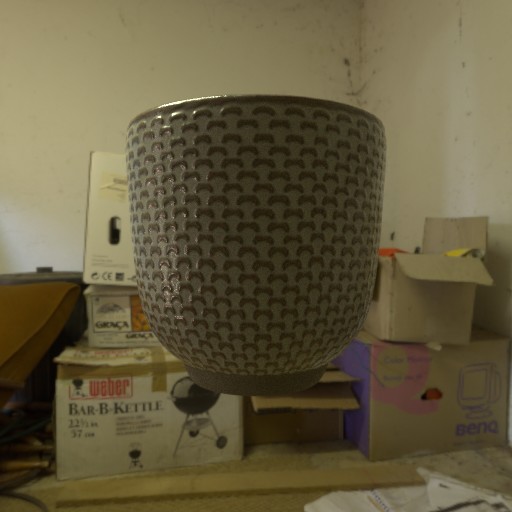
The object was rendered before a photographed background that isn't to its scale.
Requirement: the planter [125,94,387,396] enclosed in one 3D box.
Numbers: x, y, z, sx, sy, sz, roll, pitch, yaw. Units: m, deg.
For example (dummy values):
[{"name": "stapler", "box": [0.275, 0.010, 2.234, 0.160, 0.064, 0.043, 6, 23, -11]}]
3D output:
[{"name": "planter", "box": [0.000, 0.000, 0.350, 0.197, 0.191, 0.197, 0, 2, 0]}]
